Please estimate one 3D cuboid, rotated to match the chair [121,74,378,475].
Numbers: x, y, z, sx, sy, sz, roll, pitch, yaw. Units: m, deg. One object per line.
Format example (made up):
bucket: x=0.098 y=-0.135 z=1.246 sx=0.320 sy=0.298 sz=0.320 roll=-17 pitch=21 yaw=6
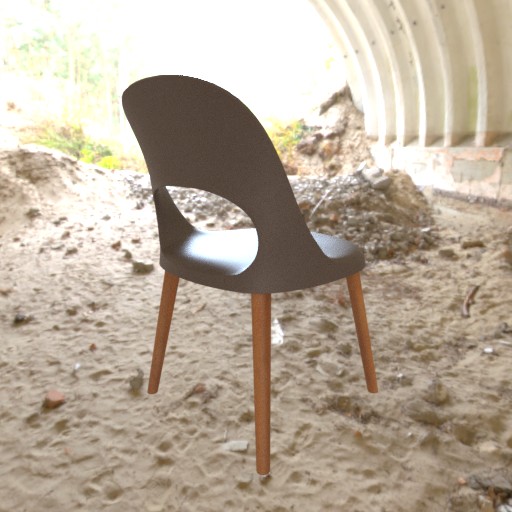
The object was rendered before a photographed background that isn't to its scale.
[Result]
chair: x=0.000 y=0.000 z=1.118 sx=0.556 sy=0.794 sz=0.470 roll=-13 pitch=19 yaw=-43
